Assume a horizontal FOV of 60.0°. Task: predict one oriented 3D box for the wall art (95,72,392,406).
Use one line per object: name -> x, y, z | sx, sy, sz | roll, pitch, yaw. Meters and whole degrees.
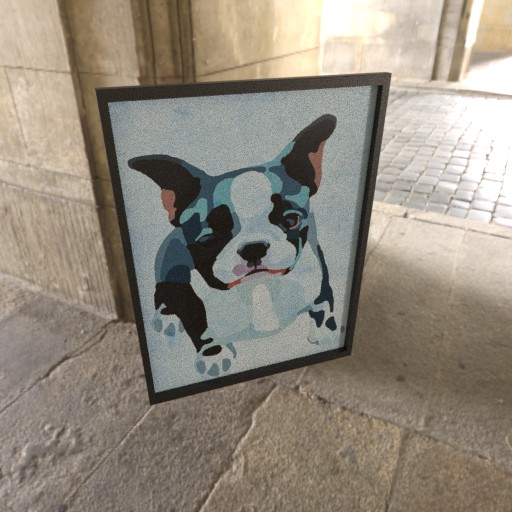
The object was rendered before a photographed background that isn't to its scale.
wall art -> 0.000, 0.000, 1.375 | 0.774, 1.027, 0.030 | -10, 32, -16
